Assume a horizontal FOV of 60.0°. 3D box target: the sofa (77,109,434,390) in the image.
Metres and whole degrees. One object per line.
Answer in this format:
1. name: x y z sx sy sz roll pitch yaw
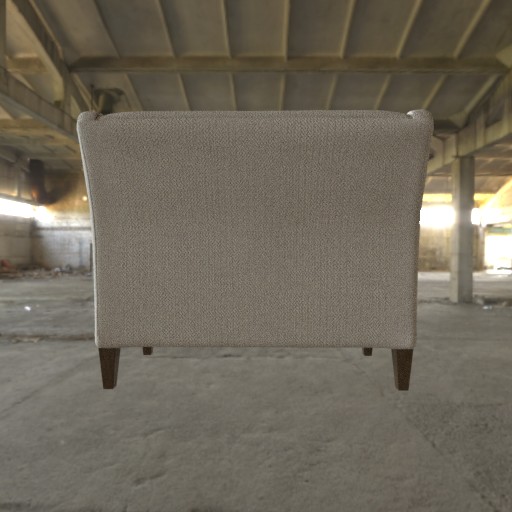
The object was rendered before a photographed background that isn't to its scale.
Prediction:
1. sofa: 0.000 0.000 1.927 1.242 1.022 0.870 0 0 1
